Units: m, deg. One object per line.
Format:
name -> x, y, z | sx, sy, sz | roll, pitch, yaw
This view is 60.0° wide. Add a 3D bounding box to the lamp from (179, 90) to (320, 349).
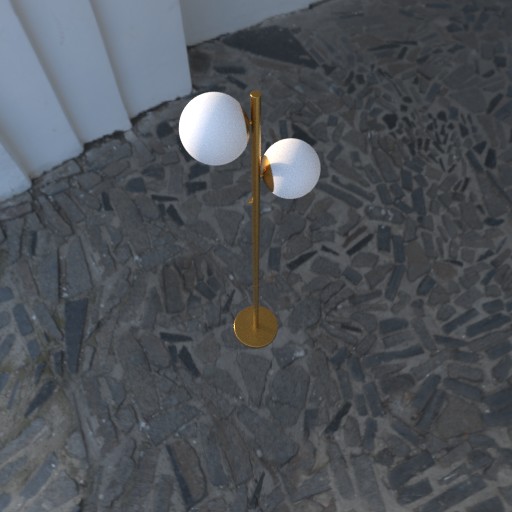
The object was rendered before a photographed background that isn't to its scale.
lamp -> 0.000, 0.000, 1.833 | 0.419, 1.641, 0.249 | -14, 61, -8
